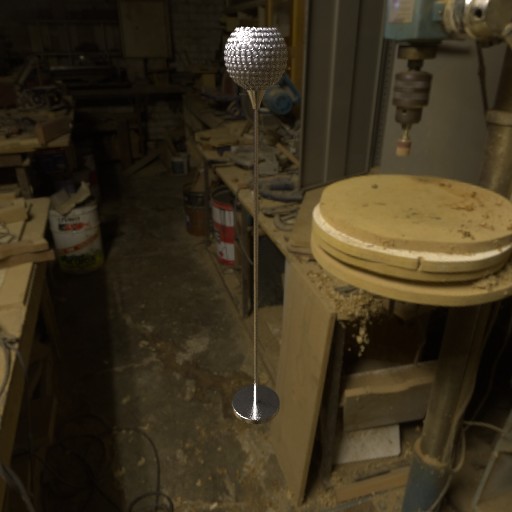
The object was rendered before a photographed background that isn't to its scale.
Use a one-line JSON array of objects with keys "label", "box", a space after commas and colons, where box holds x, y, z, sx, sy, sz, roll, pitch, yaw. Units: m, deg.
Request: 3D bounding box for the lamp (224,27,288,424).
[{"label": "lamp", "box": [0.000, 0.000, 1.968, 0.254, 1.805, 0.254, 0, 27, 0]}]
